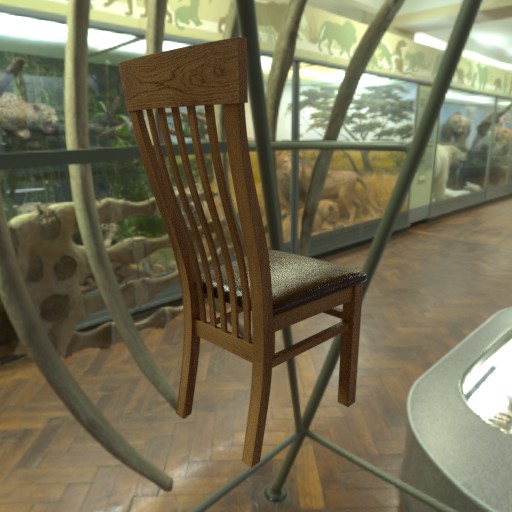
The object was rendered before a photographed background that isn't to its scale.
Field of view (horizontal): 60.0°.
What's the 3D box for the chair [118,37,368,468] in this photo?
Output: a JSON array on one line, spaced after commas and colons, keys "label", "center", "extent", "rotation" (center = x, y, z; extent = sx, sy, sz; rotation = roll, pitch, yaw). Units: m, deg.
[{"label": "chair", "center": [0.000, 0.000, 1.313], "extent": [0.450, 1.050, 0.580], "rotation": [15, 21, 43]}]
